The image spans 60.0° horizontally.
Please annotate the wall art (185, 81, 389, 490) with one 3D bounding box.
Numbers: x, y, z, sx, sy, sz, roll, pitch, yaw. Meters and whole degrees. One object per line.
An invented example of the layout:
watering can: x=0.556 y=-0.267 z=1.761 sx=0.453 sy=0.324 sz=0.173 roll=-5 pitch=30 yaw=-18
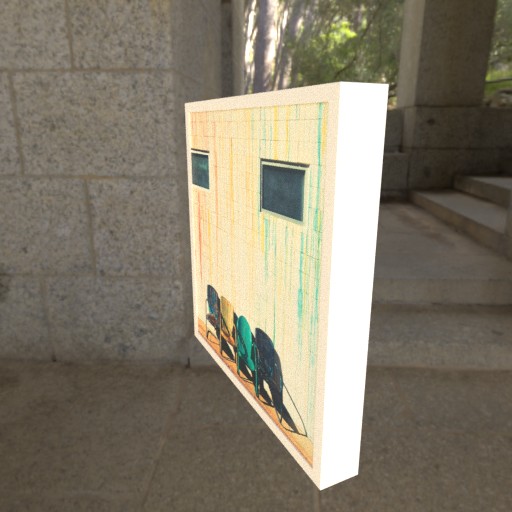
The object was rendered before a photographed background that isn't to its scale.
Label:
wall art: x=0.000 y=0.000 z=0.449 sx=0.038 sy=0.305 sz=0.305 roll=-8 pitch=18 yaw=-25
